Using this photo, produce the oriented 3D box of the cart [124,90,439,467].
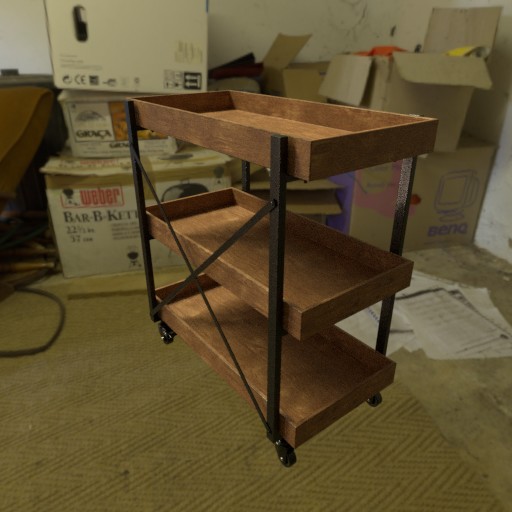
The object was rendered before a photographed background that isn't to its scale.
[{"bbox_3d":[0.000,0.000,1.244,0.411,0.800,0.750,-19,31,-33],"label":"cart"}]
